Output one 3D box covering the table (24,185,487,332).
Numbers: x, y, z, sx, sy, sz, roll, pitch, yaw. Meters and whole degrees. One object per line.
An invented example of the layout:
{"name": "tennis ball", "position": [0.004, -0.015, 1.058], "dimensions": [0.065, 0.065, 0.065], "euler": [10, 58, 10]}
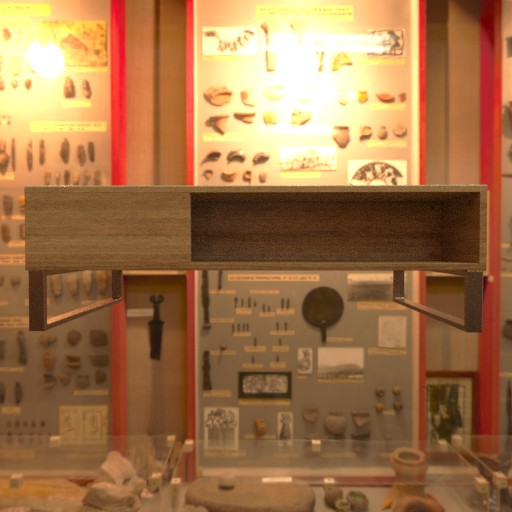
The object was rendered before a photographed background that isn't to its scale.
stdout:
{"name": "table", "position": [0.000, 0.000, 1.356], "dimensions": [1.100, 0.350, 0.600], "euler": [0, 1, 1]}
